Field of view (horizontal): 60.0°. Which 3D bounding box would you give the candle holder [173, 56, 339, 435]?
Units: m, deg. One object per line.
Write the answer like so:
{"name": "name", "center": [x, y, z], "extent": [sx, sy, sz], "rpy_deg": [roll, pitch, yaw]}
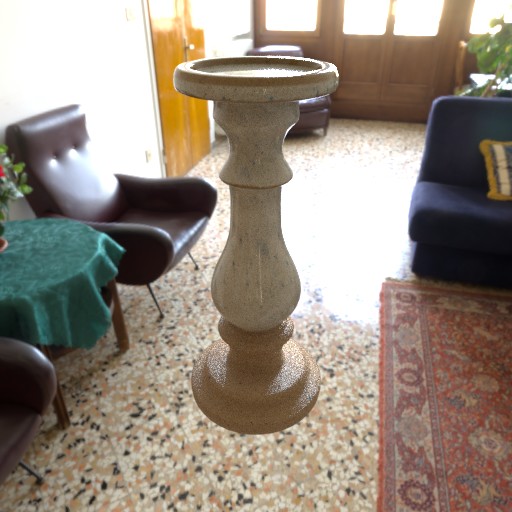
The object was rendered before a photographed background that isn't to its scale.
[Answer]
{"name": "candle holder", "center": [0.000, 0.000, 0.254], "extent": [0.088, 0.203, 0.088], "rpy_deg": [0, 30, 0]}
